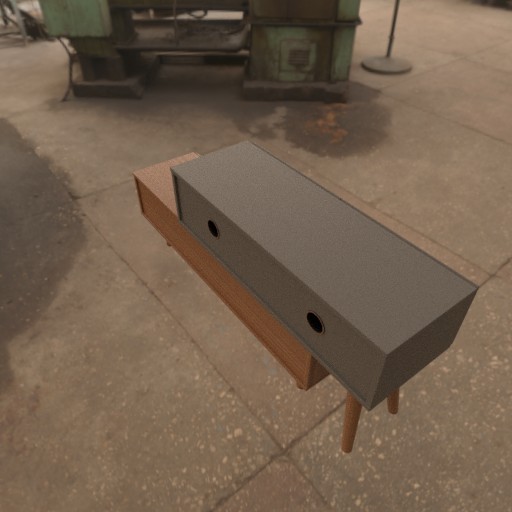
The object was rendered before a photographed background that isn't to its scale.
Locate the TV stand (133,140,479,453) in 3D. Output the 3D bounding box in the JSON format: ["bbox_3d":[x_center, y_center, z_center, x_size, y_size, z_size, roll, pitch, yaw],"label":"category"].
[{"bbox_3d":[0.000,0.000,1.566,0.329,0.591,1.336,-26,48,-26],"label":"TV stand"}]
